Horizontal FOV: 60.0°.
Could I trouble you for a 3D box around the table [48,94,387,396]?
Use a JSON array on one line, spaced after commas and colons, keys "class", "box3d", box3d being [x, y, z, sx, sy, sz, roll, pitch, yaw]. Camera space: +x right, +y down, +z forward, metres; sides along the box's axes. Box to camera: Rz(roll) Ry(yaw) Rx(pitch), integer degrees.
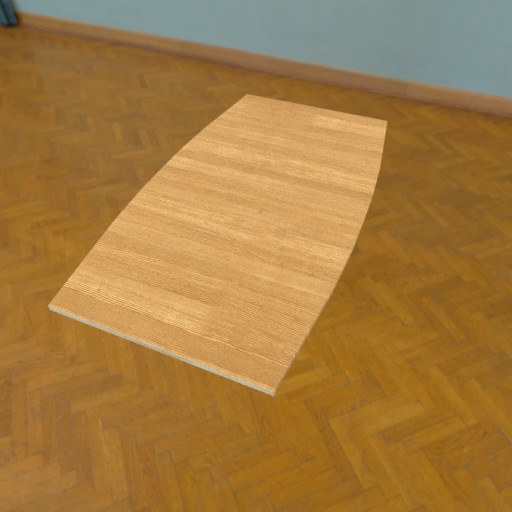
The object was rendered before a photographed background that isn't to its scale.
[{"class": "table", "box3d": [0.000, 0.000, 2.092, 0.900, 0.748, 1.598, 17, 48, 16]}]
